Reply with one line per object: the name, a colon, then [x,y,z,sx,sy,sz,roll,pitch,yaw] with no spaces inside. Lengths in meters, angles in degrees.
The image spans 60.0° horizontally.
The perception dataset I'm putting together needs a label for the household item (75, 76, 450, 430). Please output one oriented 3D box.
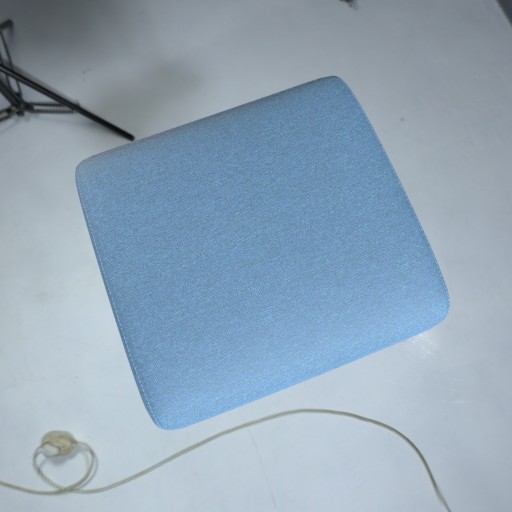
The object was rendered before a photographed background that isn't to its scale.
household item: [0.000,0.000,0.895,0.530,0.420,0.530,-20,77,-5]
